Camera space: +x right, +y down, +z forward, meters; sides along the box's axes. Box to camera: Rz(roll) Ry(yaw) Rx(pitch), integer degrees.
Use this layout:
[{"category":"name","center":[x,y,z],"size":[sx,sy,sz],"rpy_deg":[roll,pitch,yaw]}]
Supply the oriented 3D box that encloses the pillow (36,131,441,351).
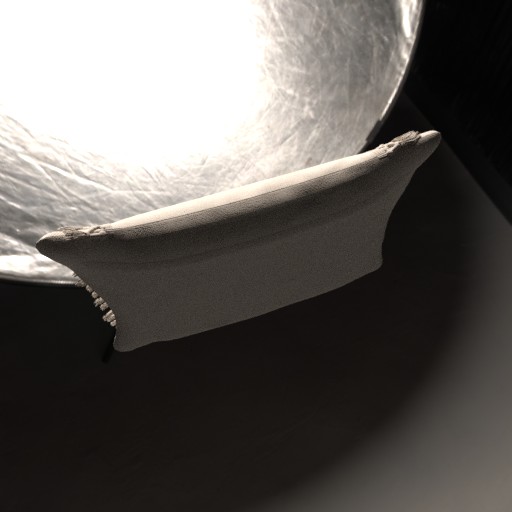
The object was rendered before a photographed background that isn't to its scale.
[{"category":"pillow","center":[0.000,0.000,0.602],"size":[0.466,0.305,0.084],"rpy_deg":[-17,59,-11]}]
